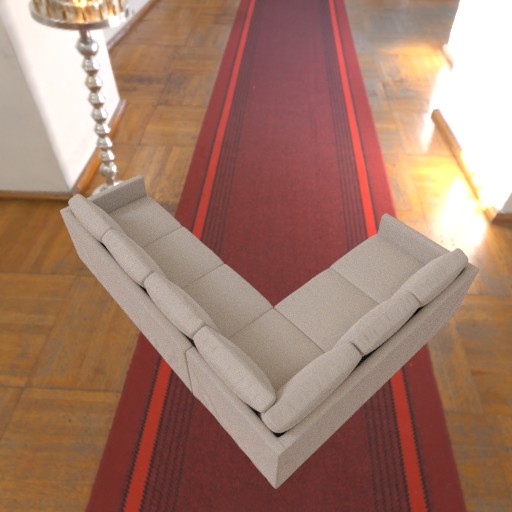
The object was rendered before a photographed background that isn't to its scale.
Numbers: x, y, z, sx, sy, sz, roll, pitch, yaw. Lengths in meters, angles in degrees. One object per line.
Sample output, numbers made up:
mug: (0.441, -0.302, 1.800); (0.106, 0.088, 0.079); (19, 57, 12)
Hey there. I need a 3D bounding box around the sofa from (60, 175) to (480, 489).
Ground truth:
sofa: (0.000, 0.000, 4.312); (2.432, 0.871, 3.182); (-32, 54, -27)
